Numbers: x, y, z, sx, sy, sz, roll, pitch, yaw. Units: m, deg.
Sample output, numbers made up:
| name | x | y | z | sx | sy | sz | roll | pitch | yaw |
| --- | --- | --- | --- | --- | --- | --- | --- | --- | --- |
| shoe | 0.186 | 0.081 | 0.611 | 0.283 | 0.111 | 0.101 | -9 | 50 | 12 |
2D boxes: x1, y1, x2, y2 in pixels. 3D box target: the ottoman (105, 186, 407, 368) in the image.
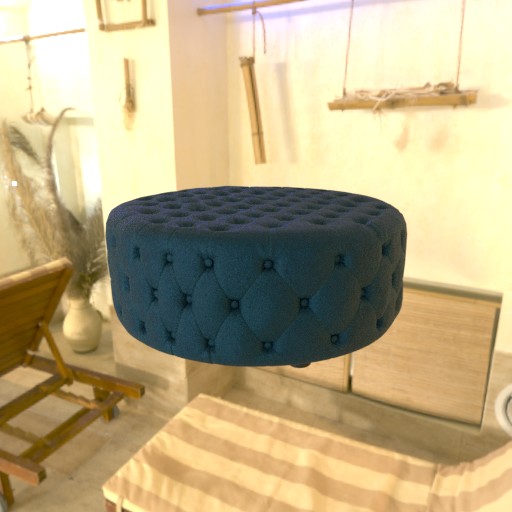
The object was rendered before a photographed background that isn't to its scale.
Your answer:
| name | x | y | z | sx | sy | sz | roll | pitch | yaw |
| --- | --- | --- | --- | --- | --- | --- | --- | --- | --- |
| ottoman | 0.000 | 0.000 | 1.557 | 0.998 | 0.398 | 0.998 | 0 | 16 | 0 |
